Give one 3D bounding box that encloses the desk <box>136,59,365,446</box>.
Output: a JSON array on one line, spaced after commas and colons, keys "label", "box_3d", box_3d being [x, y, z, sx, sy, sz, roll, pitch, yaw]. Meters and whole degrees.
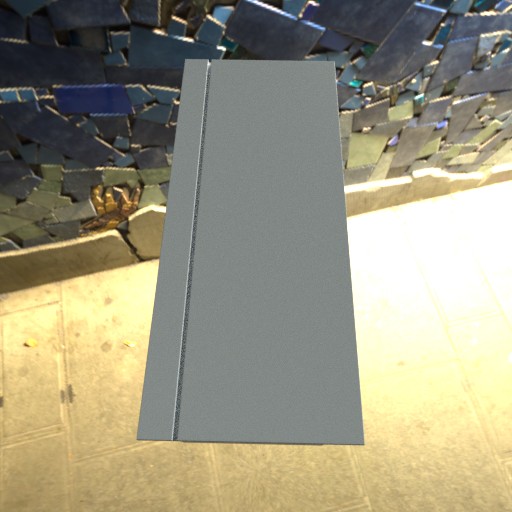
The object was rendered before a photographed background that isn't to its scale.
[{"label": "desk", "box_3d": [0.000, 0.000, 1.983, 0.670, 0.760, 1.580, 1, 64, 1]}]
